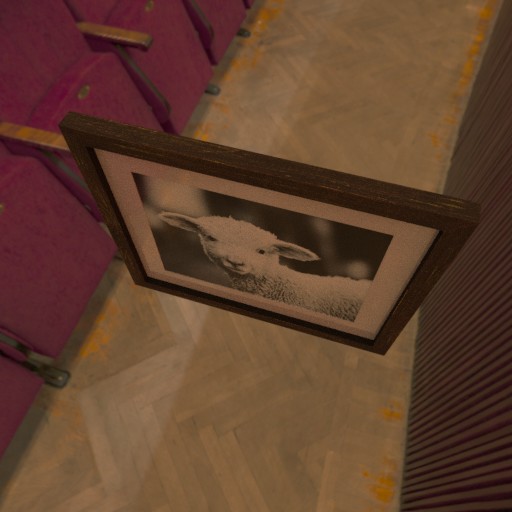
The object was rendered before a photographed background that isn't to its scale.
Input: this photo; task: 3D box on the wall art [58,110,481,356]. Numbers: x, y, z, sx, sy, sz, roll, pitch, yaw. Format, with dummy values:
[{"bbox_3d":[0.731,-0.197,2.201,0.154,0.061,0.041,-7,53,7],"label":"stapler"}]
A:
[{"bbox_3d":[0.000,0.000,0.764,0.558,0.457,0.032,15,59,9],"label":"wall art"}]
